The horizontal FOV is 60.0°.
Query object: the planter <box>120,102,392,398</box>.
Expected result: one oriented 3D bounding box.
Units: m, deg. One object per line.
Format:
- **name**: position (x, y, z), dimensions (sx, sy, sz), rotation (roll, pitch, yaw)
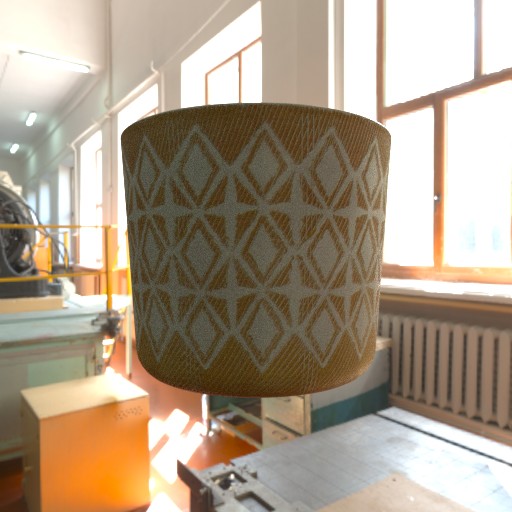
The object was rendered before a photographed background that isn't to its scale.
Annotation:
- **planter**: position (0.000, 0.000, 0.330), dimensions (0.193, 0.165, 0.193), rotation (0, 1, 0)
